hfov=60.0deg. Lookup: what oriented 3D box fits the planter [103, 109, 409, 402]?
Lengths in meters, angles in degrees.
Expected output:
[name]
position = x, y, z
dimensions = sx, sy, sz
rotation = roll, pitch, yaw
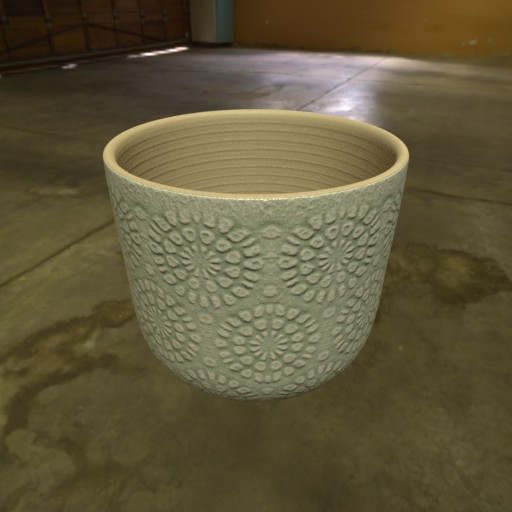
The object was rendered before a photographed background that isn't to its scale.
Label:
[planter]
position = 0.000, 0.000, 0.293
dimensions = 0.169, 0.153, 0.169
rotation = 0, 30, 0
